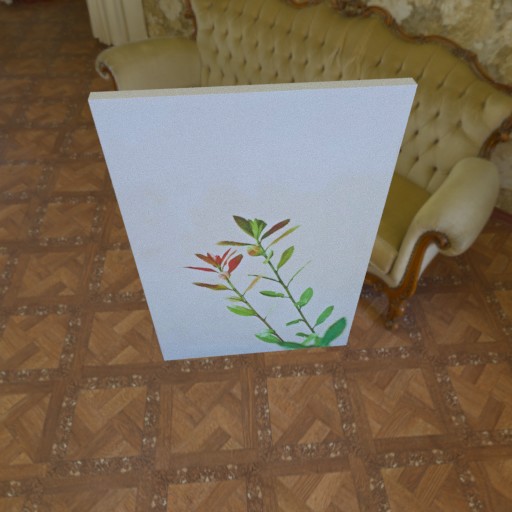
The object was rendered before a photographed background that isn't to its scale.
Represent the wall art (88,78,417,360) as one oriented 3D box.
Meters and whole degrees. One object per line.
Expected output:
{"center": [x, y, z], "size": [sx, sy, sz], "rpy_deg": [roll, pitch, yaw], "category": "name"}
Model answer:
{"center": [0.000, 0.000, 1.451], "size": [0.764, 1.143, 0.038], "rpy_deg": [-4, 47, -4], "category": "wall art"}
